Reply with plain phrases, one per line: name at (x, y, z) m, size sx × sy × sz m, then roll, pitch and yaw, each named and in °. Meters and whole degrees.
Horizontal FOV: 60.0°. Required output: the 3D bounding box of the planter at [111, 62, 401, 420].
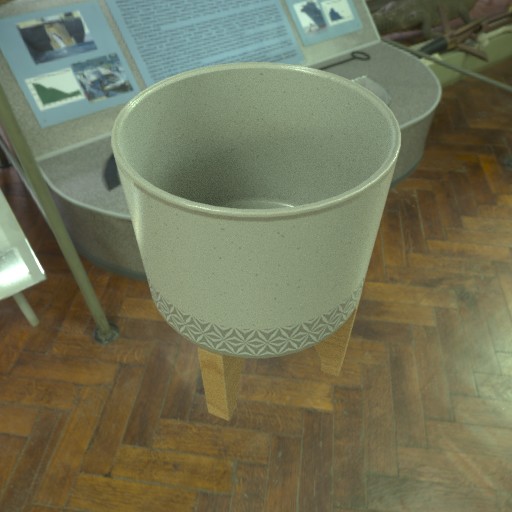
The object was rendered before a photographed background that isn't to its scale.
planter at (0.000, 0.000, 0.266) m, size 0.130 × 0.178 × 0.130 m, roll 0°, pitch 46°, yaw 0°
